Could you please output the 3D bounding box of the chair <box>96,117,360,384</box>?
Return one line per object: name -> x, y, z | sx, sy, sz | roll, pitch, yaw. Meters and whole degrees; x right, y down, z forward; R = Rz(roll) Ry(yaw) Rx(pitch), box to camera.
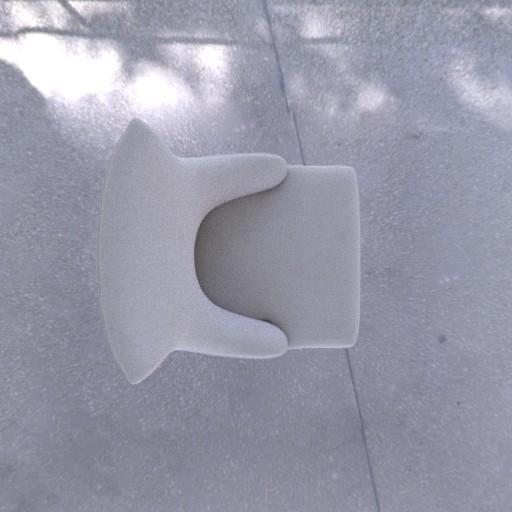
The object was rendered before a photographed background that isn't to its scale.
chair -> 0.000, 0.000, 1.288 | 0.629, 0.909, 0.566 | 0, 89, 0
